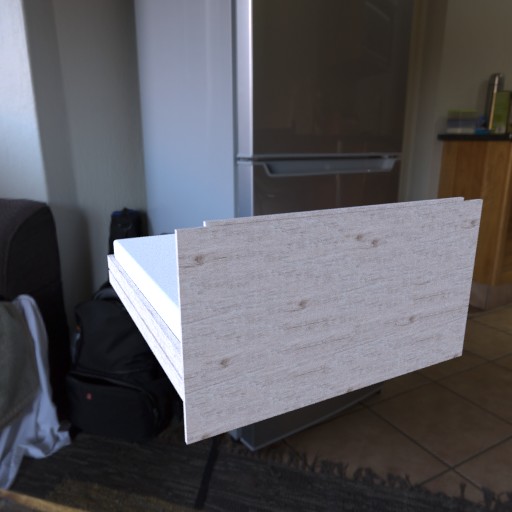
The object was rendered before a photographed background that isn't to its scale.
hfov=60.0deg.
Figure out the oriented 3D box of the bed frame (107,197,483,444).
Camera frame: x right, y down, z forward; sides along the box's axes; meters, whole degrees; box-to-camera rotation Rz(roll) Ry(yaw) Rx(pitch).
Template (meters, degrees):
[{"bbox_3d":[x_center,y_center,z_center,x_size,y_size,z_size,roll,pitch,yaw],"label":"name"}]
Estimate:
[{"bbox_3d":[0.000,0.000,3.079,1.750,0.970,2.080,-8,17,-26],"label":"bed frame"}]
